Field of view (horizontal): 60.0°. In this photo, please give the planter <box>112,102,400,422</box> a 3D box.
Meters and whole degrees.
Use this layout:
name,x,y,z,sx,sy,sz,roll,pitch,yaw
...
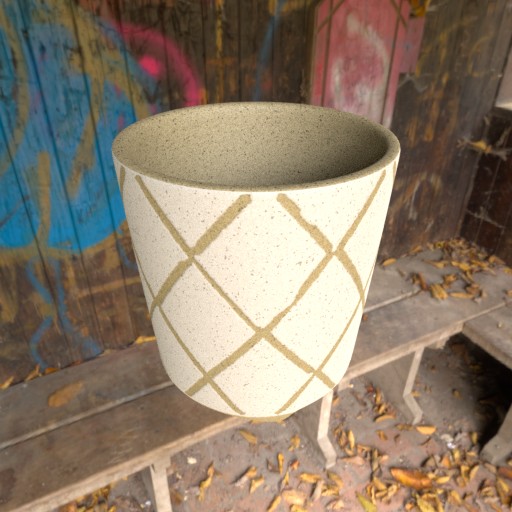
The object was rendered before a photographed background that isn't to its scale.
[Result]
name,x,y,z,sx,sy,sz,roll,pitch,yaw
planter,0.000,0.000,0.423,0.228,0.235,0.228,0,32,0
